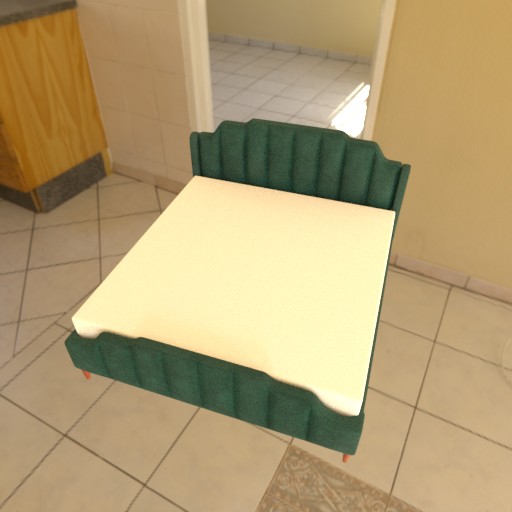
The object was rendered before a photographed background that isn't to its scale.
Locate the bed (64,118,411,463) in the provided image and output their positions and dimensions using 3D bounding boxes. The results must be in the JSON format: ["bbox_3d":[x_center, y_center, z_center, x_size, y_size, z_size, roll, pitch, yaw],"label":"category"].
[{"bbox_3d":[0.000,0.000,3.541,2.074,1.245,2.340,12,42,14],"label":"bed"}]
